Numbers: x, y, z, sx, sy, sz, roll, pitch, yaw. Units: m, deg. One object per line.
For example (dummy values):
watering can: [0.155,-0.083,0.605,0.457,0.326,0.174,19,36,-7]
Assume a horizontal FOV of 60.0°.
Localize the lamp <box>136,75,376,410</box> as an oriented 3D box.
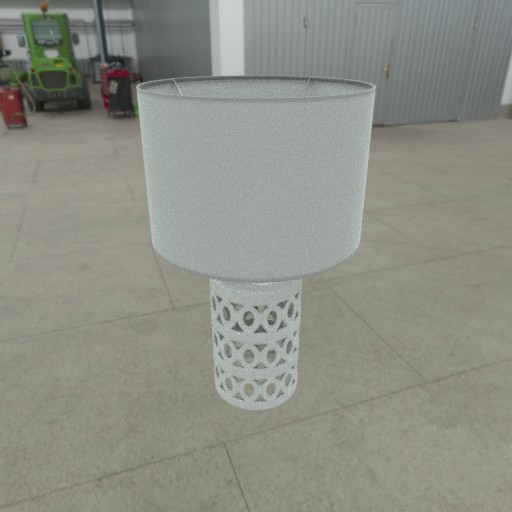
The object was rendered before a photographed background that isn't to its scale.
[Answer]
lamp: [0.000,0.000,0.692,0.310,0.502,0.310,0,26,0]
